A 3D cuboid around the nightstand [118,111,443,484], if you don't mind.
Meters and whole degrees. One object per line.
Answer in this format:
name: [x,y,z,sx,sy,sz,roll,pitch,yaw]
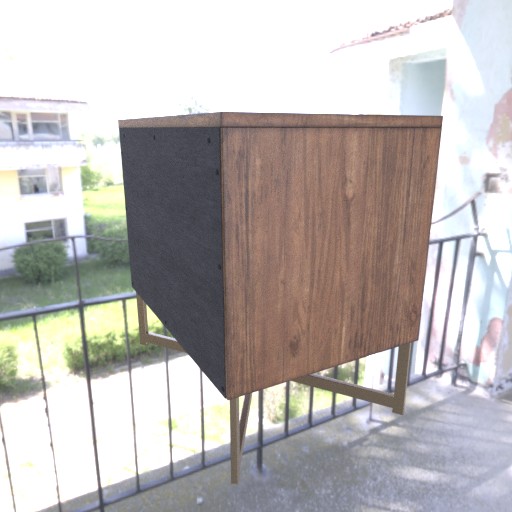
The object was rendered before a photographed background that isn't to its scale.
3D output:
nightstand: [0.000,0.000,1.026,0.446,0.610,0.610,-9,18,-28]
